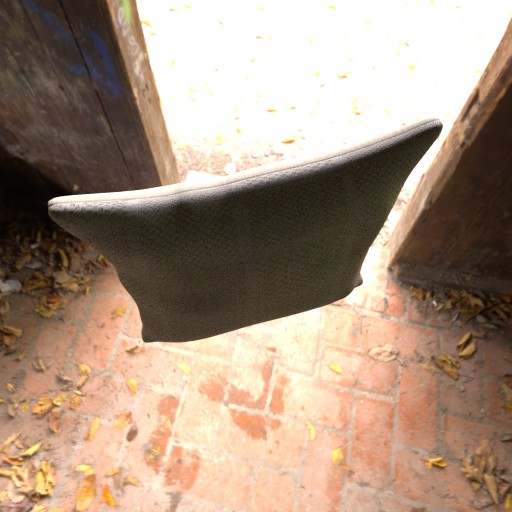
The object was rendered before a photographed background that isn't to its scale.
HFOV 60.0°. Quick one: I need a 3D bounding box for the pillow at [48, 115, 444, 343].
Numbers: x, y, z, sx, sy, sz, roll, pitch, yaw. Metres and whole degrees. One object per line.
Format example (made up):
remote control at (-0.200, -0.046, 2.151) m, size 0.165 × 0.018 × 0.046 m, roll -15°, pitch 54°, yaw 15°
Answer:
pillow at (0.000, 0.000, 0.657) m, size 0.436 × 0.432 × 0.138 m, roll -14°, pitch 63°, yaw -7°
